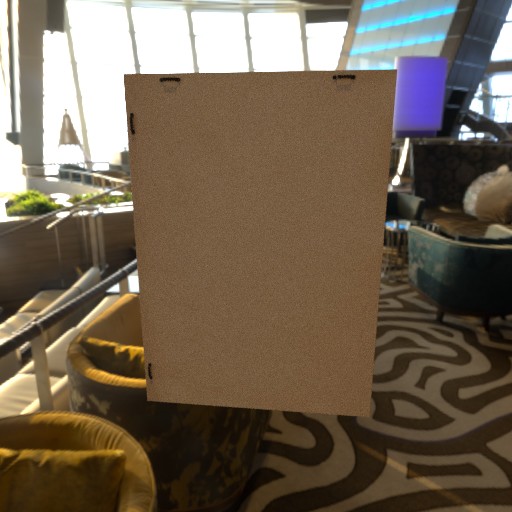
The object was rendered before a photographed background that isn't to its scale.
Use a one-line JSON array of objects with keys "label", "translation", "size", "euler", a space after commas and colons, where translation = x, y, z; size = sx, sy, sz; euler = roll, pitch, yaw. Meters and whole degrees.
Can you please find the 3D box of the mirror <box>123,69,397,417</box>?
[{"label": "mirror", "translation": [0.000, 0.000, 0.922], "size": [0.508, 0.711, 0.039], "euler": [2, 16, 7]}]
